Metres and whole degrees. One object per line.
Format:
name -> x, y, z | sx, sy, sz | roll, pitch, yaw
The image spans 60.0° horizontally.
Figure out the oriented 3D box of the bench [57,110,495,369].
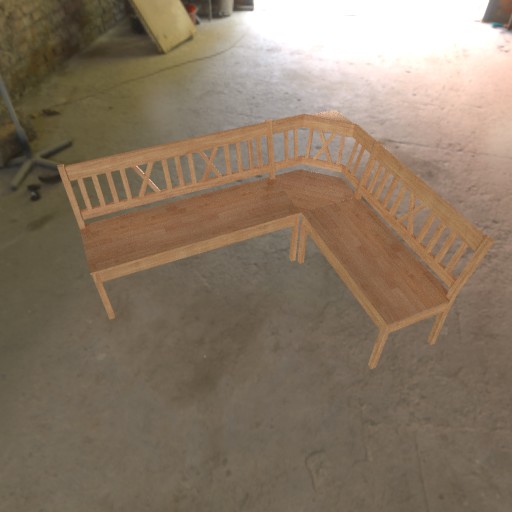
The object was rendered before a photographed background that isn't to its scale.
bench -> 0.000, 0.000, 2.758 | 1.937, 0.902, 1.537 | -17, 49, -16
